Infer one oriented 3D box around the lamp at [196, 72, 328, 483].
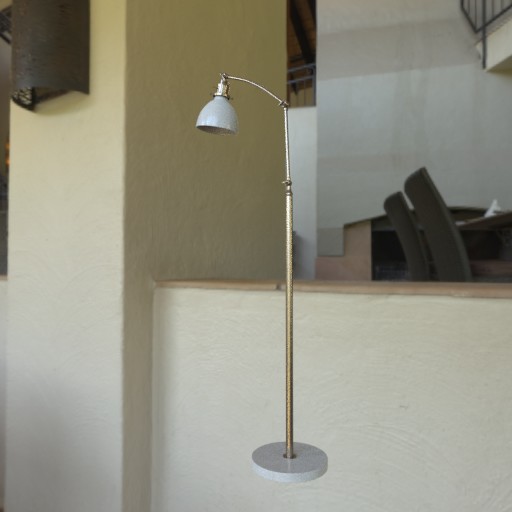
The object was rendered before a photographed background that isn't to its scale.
[{"bbox_3d":[0.000,0.000,1.792,0.599,1.586,0.288,-1,-2,36],"label":"lamp"}]
